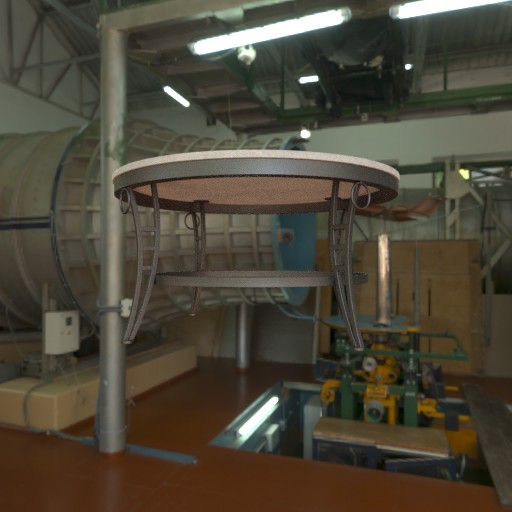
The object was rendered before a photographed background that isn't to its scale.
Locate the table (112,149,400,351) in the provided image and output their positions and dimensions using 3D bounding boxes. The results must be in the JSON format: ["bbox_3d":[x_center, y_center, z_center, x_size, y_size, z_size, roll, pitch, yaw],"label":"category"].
[{"bbox_3d":[0.000,0.000,1.439,0.889,0.470,0.889,0,-1,0],"label":"table"}]
